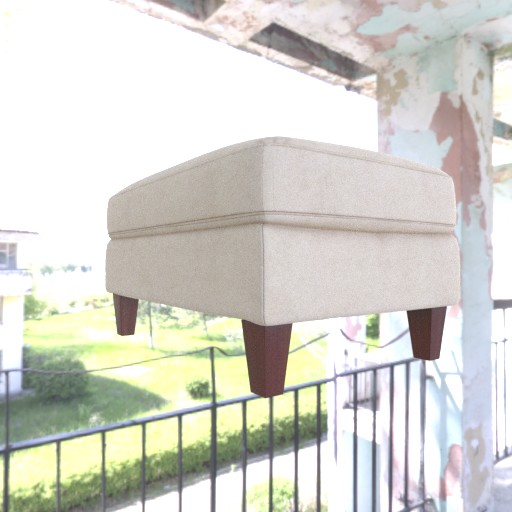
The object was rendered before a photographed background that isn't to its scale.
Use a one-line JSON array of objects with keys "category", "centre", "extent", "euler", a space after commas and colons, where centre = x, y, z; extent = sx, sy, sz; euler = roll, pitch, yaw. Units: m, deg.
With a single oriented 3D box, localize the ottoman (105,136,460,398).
[{"category": "ottoman", "centre": [0.000, 0.000, 1.205], "extent": [0.584, 0.483, 0.864], "euler": [0, 0, -35]}]
